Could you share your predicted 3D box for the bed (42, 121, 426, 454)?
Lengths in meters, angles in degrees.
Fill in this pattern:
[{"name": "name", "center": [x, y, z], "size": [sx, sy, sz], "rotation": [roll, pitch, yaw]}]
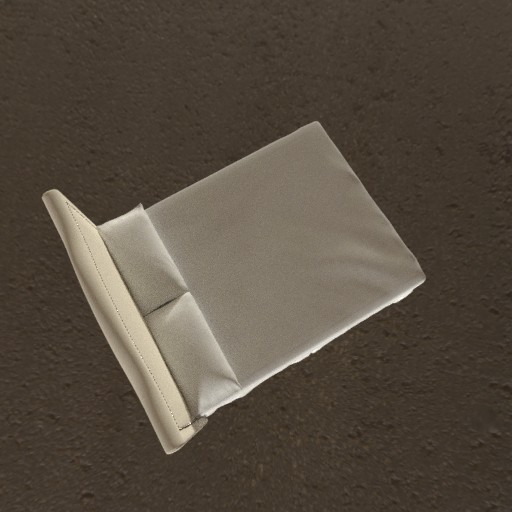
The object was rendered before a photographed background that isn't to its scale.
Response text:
[{"name": "bed", "center": [0.000, 0.000, 3.325], "size": [2.143, 1.460, 1.753], "rotation": [-29, 77, -8]}]
